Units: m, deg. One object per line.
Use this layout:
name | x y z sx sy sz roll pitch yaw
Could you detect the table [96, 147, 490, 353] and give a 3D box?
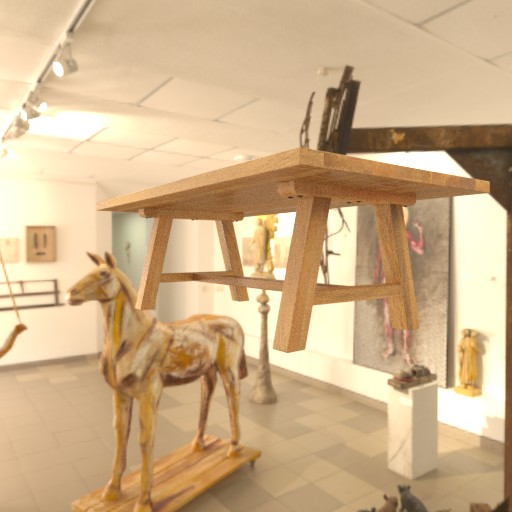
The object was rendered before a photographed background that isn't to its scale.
table | 0.000 0.000 1.631 0.760 0.455 1.320 -1 1 -36
